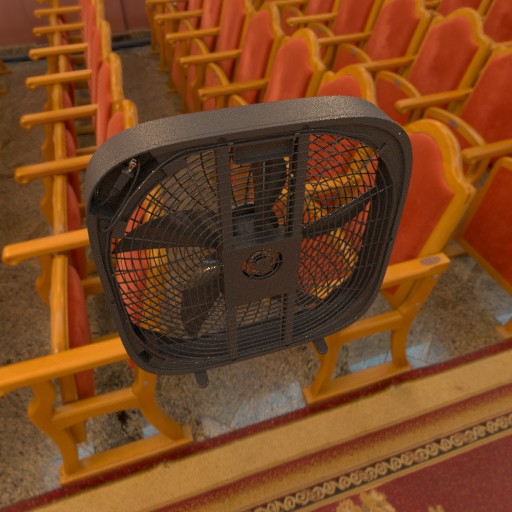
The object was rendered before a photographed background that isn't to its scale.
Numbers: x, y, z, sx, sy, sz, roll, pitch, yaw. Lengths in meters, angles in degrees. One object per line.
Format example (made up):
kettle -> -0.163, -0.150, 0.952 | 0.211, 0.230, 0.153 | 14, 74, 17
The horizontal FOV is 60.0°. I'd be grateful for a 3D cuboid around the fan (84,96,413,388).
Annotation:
fan -> 0.000, 0.000, 0.803 | 0.526, 0.533, 0.142 | -12, 44, -13
